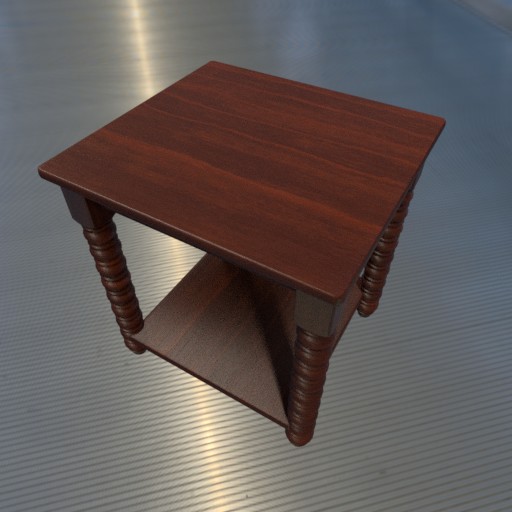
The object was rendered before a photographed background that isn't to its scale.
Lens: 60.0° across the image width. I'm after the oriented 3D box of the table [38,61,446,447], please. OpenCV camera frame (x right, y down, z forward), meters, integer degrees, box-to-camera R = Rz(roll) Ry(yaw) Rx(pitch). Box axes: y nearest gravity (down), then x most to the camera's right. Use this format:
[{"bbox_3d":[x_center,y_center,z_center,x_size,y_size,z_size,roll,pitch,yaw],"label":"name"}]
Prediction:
[{"bbox_3d":[0.000,0.000,0.968,0.533,0.567,0.500,23,50,21],"label":"table"}]
